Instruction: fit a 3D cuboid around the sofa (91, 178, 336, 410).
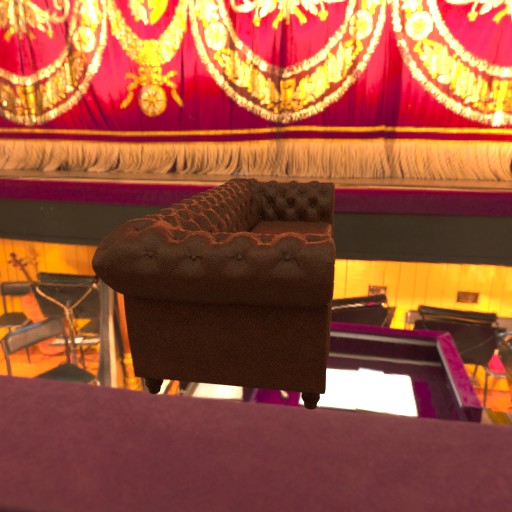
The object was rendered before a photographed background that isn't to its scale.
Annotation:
[{"bbox_3d":[0.000,0.000,2.750,0.944,0.783,2.385,3,15,9],"label":"sofa"}]
